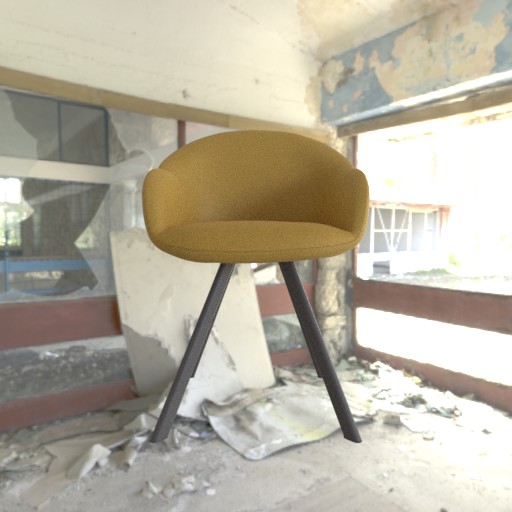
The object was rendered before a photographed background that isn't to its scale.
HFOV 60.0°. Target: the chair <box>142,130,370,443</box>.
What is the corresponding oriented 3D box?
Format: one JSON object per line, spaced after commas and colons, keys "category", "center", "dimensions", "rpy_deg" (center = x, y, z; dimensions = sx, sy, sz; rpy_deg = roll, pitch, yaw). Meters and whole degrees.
{"category": "chair", "center": [0.000, 0.000, 1.181], "dimensions": [0.551, 0.793, 0.583], "rpy_deg": [0, 3, 0]}
